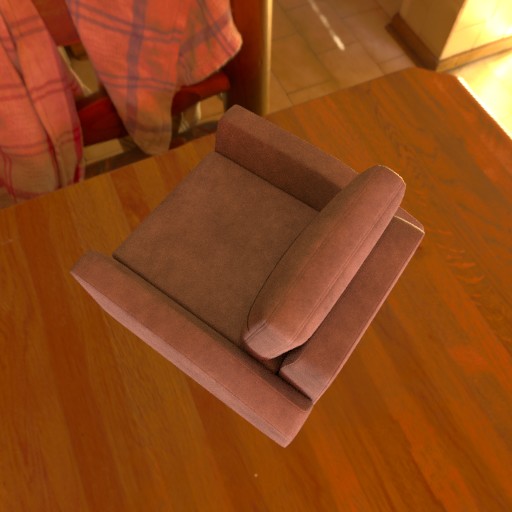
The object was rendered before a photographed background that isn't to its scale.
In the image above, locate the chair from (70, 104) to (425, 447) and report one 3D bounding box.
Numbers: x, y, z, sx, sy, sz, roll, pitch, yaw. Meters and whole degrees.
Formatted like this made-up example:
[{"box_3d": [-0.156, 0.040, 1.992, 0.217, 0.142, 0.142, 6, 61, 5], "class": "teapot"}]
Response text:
[{"box_3d": [0.000, 0.000, 1.587, 0.900, 0.800, 0.900, 33, 68, 15], "class": "chair"}]
